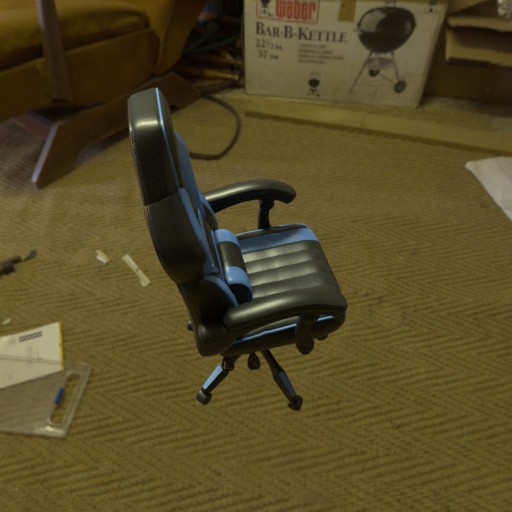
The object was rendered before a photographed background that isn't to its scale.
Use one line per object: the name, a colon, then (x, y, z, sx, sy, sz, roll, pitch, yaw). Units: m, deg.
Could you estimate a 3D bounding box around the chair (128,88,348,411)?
chair: (0.000, 0.000, 1.656, 0.700, 1.280, 0.700, -9, 47, -9)
